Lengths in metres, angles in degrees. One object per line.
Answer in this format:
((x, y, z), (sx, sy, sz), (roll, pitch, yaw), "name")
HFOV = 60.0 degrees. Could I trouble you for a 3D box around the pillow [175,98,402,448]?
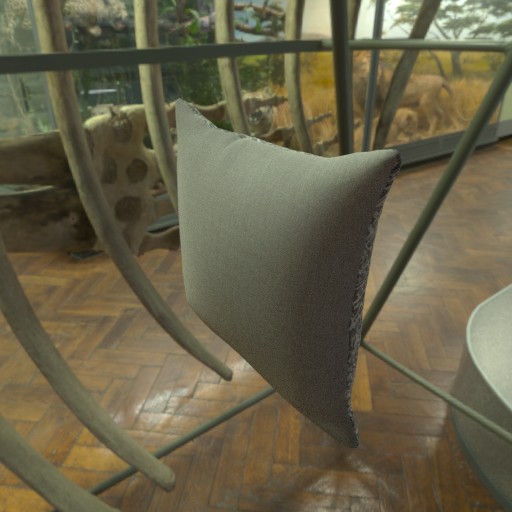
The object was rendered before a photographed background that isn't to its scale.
((0.000, 0.000, 0.799), (0.180, 0.487, 0.546), (-18, 32, -32), "pillow")
